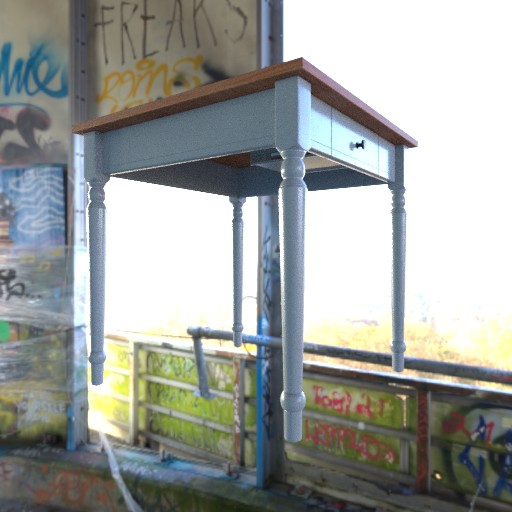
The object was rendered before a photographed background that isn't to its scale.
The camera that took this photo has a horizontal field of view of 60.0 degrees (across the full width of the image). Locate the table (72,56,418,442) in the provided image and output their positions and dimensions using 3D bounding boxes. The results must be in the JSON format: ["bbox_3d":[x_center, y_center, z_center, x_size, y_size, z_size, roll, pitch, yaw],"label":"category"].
[{"bbox_3d":[0.000,0.000,1.337,0.747,0.738,0.747,0,0,36],"label":"table"}]
